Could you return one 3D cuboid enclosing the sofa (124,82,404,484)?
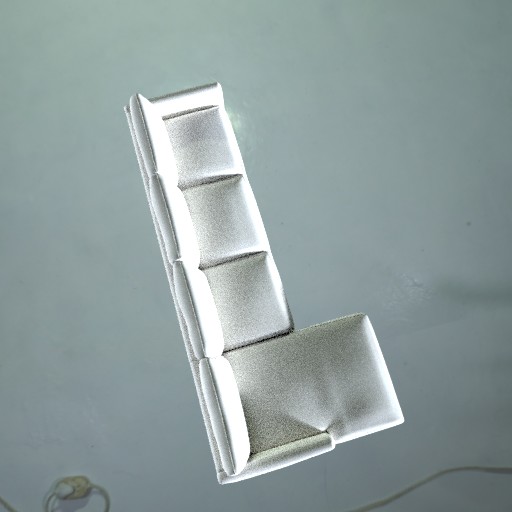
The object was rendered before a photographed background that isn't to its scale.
[{"bbox_3d":[0.000,0.000,3.705,1.467,0.875,3.186,-16,76,-4],"label":"sofa"}]
